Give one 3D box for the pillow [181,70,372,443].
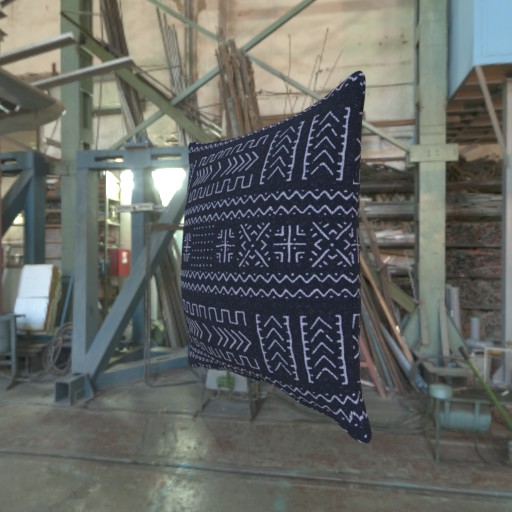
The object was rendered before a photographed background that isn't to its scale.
[{"bbox_3d":[0.000,0.000,0.672,0.164,0.430,0.438,0,1,-35],"label":"pillow"}]
